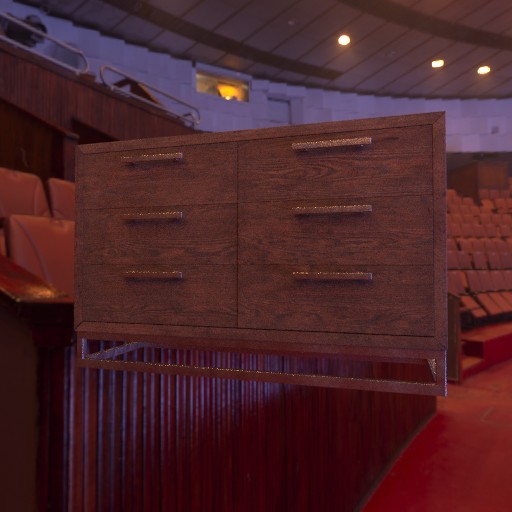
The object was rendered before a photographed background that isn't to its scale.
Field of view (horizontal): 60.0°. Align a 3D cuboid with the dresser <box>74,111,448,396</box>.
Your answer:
[{"bbox_3d":[0.000,0.000,2.146,1.646,1.061,0.623,0,-1,17],"label":"dresser"}]
